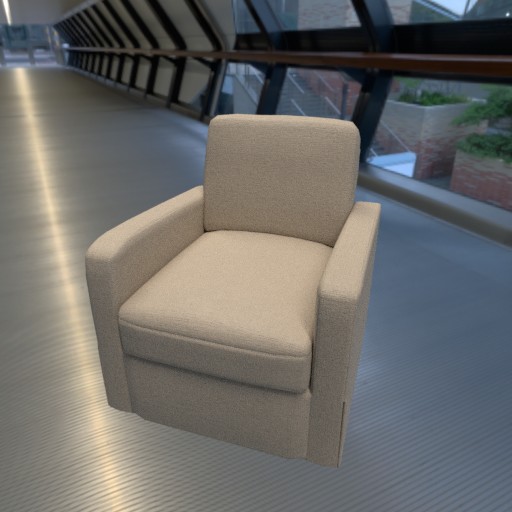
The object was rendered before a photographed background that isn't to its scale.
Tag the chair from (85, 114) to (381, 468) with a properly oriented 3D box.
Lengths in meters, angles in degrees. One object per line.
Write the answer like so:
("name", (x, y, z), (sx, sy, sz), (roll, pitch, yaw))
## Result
("chair", (0.000, 0.000, 1.498), (0.755, 0.827, 0.888), (8, 27, 16))
